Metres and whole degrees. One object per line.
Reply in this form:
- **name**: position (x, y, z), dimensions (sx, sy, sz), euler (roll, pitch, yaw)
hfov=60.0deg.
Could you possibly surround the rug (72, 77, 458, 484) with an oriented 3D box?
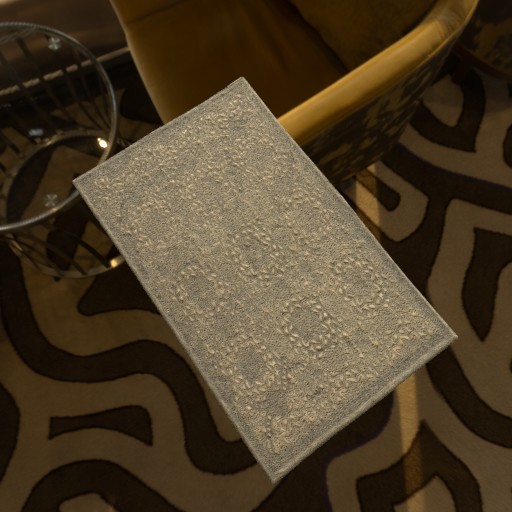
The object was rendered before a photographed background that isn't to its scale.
- **rug**: position (0.000, 0.000, 3.100), dimensions (1.535, 0.022, 2.498), euler (-35, 78, -9)
